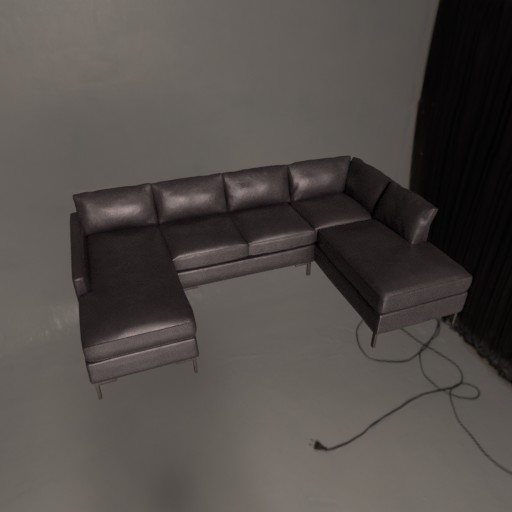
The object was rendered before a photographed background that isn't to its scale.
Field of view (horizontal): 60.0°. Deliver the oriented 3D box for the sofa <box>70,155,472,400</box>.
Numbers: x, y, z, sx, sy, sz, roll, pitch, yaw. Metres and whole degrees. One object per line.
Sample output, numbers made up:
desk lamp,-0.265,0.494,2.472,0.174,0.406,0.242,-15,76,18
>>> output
sofa,0.000,0.000,3.835,2.956,0.900,1.939,-11,35,-17
